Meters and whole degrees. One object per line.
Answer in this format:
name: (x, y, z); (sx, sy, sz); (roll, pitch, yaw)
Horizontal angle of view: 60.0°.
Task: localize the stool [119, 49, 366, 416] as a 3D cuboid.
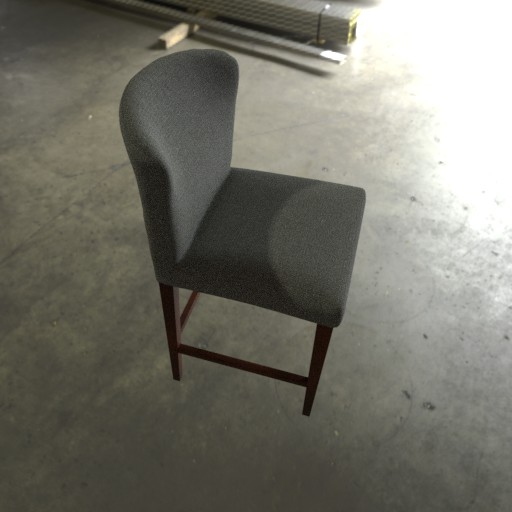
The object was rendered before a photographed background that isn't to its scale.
stool: (0.000, 0.000, 1.336); (0.568, 1.069, 0.486); (12, 49, 11)
